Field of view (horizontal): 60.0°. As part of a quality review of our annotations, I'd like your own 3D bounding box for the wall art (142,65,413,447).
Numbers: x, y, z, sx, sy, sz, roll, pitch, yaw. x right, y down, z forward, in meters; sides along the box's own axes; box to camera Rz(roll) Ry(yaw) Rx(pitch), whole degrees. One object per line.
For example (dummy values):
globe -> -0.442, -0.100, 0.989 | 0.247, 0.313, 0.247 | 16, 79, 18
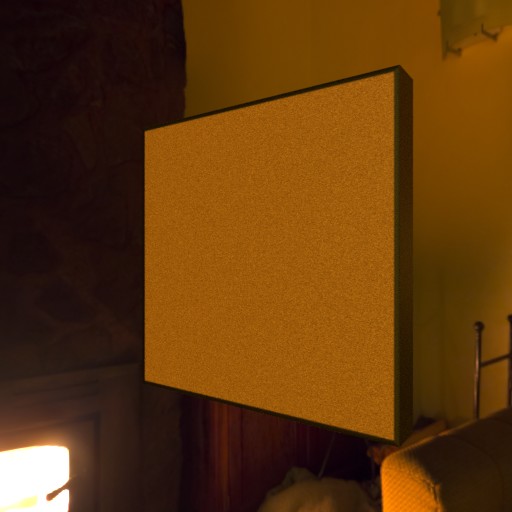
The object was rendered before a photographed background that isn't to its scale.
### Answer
wall art -> 0.000, 0.000, 0.453 | 0.304, 0.303, 0.037 | 0, 0, 35
